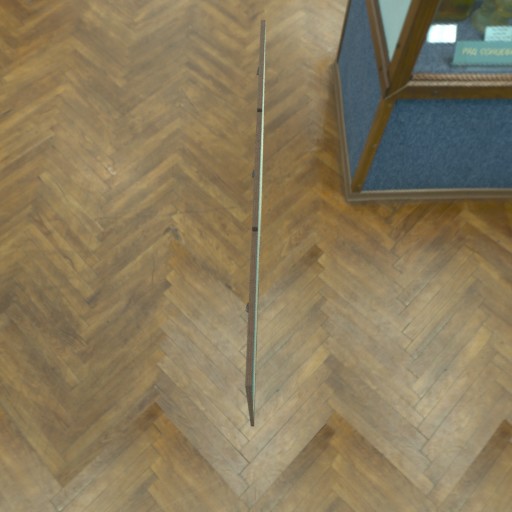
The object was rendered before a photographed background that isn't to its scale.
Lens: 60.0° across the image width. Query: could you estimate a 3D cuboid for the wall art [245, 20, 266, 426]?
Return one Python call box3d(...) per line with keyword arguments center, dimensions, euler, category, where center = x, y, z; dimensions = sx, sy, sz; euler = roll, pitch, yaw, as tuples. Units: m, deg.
box3d(center=(0.000, 0.000, 1.347), dimensions=(0.018, 0.904, 0.906), euler=(2, 65, 1), category="wall art")
